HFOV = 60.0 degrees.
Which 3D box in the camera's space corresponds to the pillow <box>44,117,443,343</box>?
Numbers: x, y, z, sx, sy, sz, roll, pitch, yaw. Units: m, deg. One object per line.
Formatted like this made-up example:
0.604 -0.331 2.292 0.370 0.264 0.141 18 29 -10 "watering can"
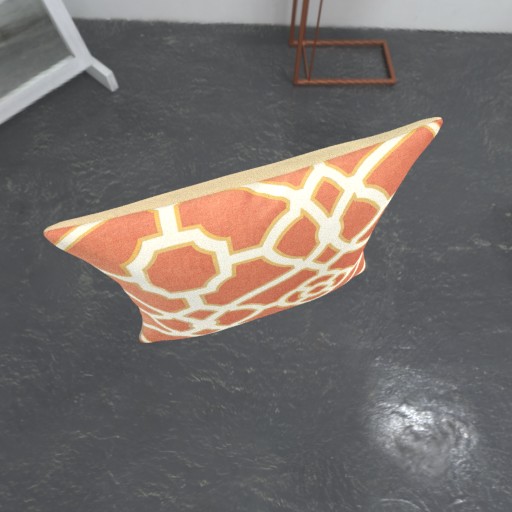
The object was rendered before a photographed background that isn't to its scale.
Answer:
0.000 0.000 0.805 0.552 0.508 0.166 -17 66 -8 "pillow"
